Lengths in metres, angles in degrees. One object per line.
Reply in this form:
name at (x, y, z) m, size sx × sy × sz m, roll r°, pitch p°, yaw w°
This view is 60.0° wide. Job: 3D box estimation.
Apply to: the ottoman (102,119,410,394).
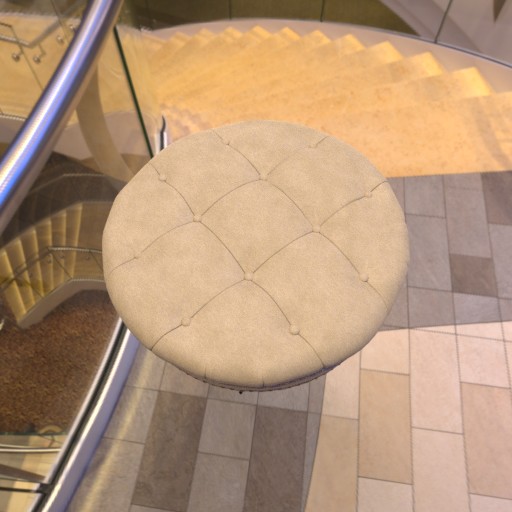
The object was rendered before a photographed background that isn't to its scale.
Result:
ottoman at (0.000, 0.000, 1.436) m, size 0.901 × 0.439 × 0.901 m, roll 0°, pitch 60°, yaw 0°
